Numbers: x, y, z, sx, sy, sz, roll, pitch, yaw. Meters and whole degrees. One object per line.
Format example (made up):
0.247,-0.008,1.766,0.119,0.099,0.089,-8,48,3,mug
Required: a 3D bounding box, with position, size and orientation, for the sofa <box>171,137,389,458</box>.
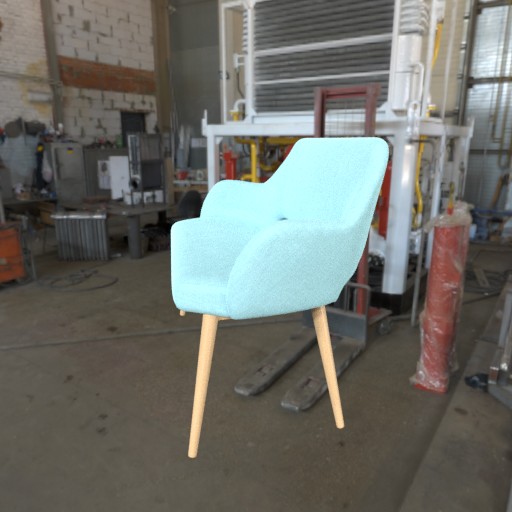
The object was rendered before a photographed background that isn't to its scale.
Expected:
0.000,0.000,1.630,0.610,0.840,1.150,-3,15,-10,sofa
